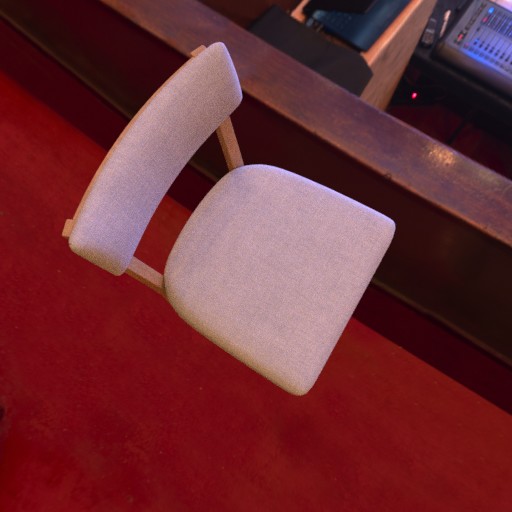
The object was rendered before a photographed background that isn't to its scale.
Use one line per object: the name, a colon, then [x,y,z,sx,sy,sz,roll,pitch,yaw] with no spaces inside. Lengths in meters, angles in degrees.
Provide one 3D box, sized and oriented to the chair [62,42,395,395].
chair: [0.000,0.000,1.165,0.572,0.832,0.508,30,77,7]
